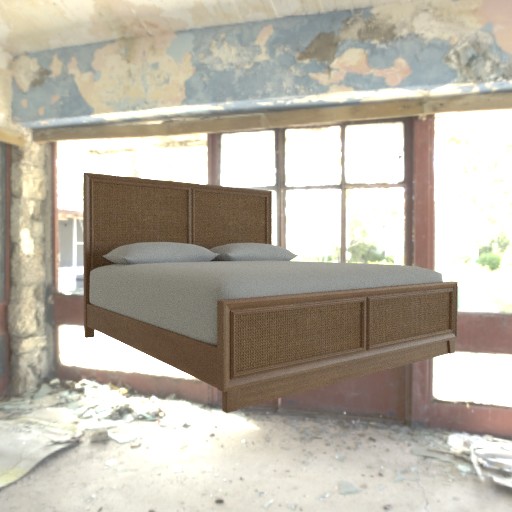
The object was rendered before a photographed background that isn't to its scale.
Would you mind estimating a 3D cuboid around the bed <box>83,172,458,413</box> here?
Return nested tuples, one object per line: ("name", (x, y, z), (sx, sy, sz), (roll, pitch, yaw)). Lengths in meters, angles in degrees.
("bed", (0.000, 0.000, 3.468), (2.003, 1.387, 2.184), (-1, 1, -37))
